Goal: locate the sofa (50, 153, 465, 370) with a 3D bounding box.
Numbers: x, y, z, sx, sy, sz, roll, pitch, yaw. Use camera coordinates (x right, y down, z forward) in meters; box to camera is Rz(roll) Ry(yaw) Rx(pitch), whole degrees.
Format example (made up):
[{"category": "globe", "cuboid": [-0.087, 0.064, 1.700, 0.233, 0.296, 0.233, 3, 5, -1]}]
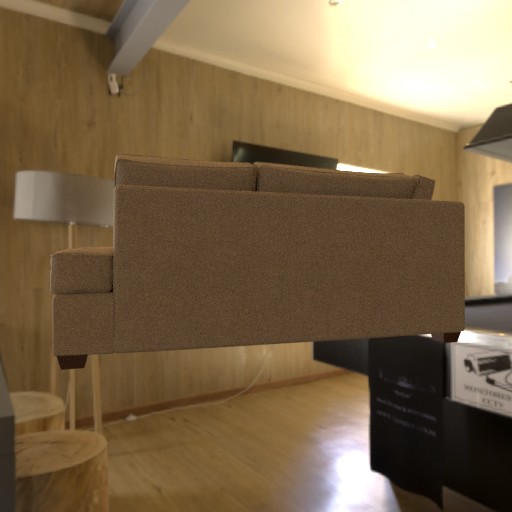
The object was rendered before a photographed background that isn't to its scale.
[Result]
[{"category": "sofa", "cuboid": [0.000, 0.000, 2.765, 2.238, 1.019, 1.110, 0, 0, -18]}]
